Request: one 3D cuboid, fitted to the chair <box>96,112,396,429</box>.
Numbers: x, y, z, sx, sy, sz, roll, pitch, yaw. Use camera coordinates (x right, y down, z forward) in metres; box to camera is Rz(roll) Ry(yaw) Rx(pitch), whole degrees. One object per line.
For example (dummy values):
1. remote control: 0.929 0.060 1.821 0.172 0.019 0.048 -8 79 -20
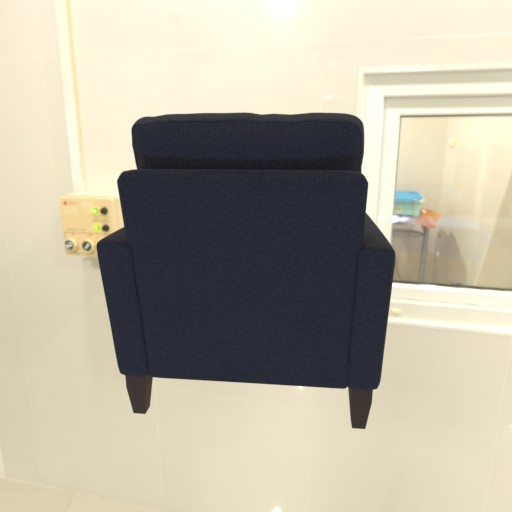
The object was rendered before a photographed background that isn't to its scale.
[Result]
1. chair: 0.000 0.000 1.653 0.855 0.991 0.897 2 15 6
